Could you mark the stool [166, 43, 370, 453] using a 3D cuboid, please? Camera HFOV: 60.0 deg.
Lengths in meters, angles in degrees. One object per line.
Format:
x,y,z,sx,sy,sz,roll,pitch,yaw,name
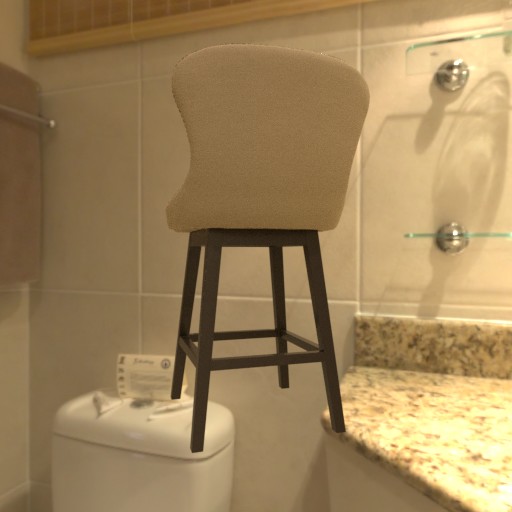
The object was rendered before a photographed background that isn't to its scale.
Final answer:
0.000,0.000,1.296,0.528,0.971,0.593,0,0,-18,stool
